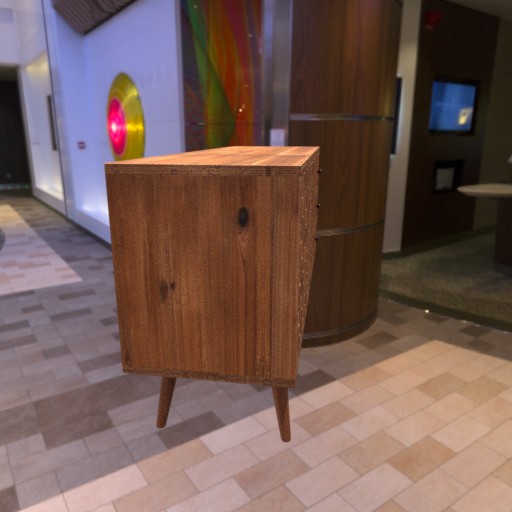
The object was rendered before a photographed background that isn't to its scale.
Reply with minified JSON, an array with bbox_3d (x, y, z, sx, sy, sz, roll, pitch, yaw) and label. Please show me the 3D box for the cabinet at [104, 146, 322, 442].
[{"bbox_3d":[0.000,0.000,1.747,0.472,0.800,1.400,3,16,9],"label":"cabinet"}]
